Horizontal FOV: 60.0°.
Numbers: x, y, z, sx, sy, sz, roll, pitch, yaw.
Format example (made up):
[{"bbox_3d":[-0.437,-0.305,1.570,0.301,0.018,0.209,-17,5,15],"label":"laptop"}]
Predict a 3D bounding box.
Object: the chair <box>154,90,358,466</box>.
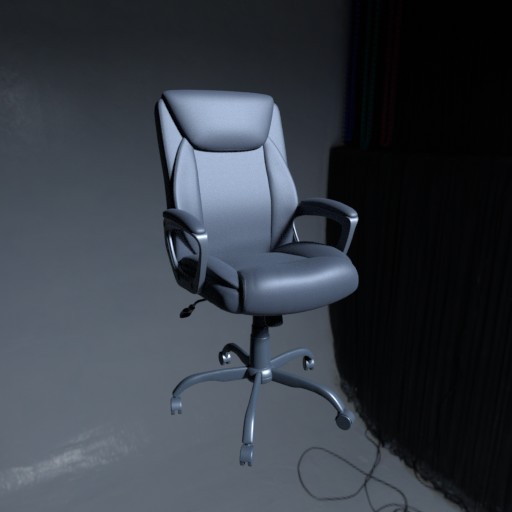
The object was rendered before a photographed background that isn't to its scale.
[{"bbox_3d":[0.000,0.000,1.471,0.615,1.072,0.655,-8,17,-27],"label":"chair"}]
